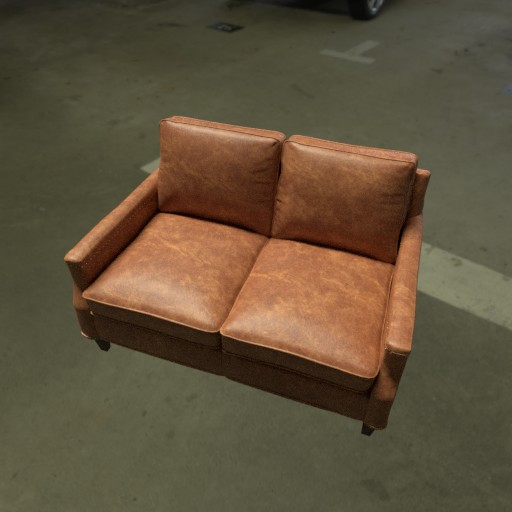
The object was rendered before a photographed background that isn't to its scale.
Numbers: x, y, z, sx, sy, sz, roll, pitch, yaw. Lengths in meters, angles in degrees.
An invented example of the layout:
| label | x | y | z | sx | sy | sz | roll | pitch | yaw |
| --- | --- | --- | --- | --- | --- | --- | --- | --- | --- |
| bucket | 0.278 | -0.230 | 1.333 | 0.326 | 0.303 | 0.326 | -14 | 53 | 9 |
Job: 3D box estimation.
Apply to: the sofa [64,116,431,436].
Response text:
| label | x | y | z | sx | sy | sz | roll | pitch | yaw |
| --- | --- | --- | --- | --- | --- | --- | --- | --- | --- |
| sofa | 0.000 | 0.000 | 2.285 | 1.597 | 1.003 | 1.084 | 13 | 43 | 15 |
